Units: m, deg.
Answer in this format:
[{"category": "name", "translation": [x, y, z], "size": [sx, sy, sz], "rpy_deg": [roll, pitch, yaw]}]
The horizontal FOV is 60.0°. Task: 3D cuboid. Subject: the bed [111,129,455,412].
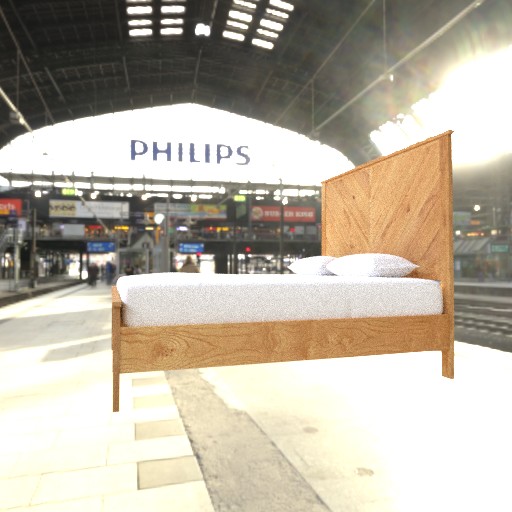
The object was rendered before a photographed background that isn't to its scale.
[{"category": "bed", "translation": [0.000, 0.000, 3.563], "size": [2.201, 1.686, 1.936], "rpy_deg": [0, -2, -18]}]
